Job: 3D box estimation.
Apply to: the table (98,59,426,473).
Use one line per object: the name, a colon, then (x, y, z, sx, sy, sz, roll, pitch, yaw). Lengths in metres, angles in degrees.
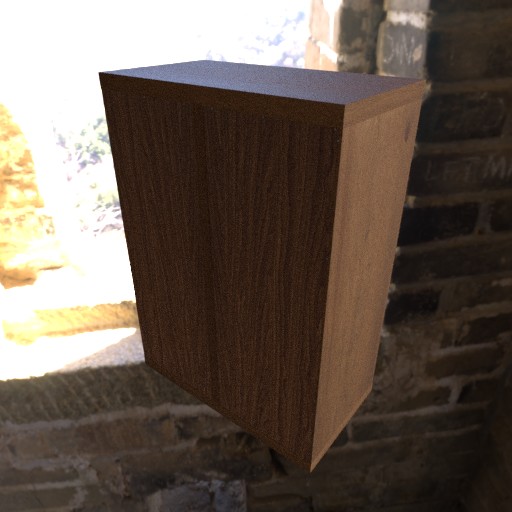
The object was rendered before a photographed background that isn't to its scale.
table: (0.000, 0.000, 1.699, 0.901, 1.294, 0.524, 21, 36, 33)
